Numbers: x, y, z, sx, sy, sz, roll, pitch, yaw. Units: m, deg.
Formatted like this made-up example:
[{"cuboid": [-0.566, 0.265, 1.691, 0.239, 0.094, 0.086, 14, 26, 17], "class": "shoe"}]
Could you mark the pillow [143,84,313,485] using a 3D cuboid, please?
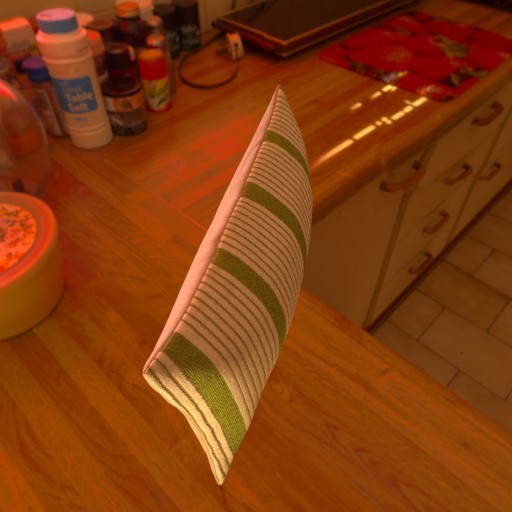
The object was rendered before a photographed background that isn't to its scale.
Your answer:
[{"cuboid": [0.000, 0.000, 0.712, 0.156, 0.292, 0.608, 10, 48, 10], "class": "pillow"}]
